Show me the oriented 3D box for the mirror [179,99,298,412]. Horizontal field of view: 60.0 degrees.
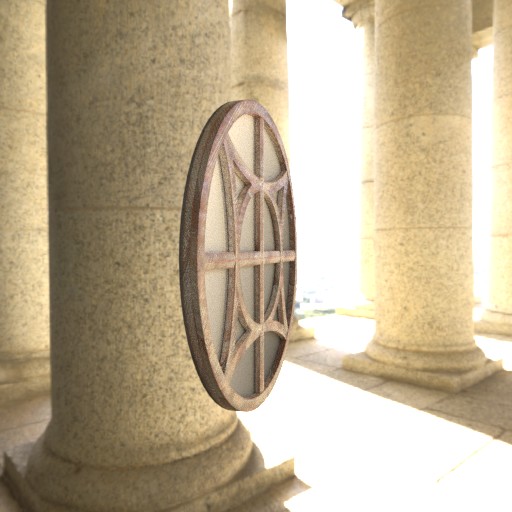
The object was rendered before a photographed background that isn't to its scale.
[{"bbox_3d":[0.000,0.000,1.068,0.038,0.710,0.710,0,1,19],"label":"mirror"}]
